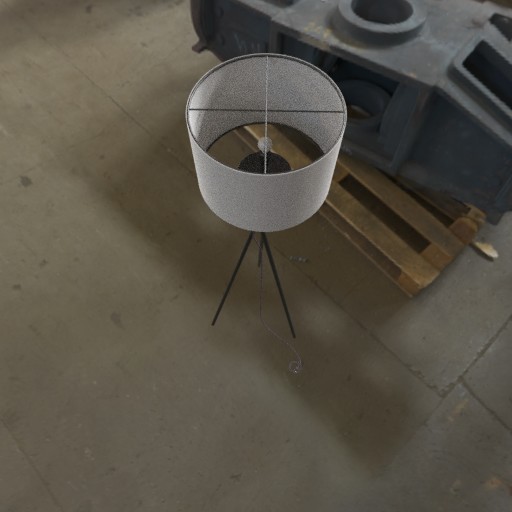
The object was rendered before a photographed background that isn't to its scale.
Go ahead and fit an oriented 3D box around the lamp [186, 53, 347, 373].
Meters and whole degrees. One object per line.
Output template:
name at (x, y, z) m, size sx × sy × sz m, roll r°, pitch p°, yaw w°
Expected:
lamp at (0.000, 0.000, 1.898) m, size 0.522 × 1.624 × 0.667 m, roll 1°, pitch 64°, yaw 0°
